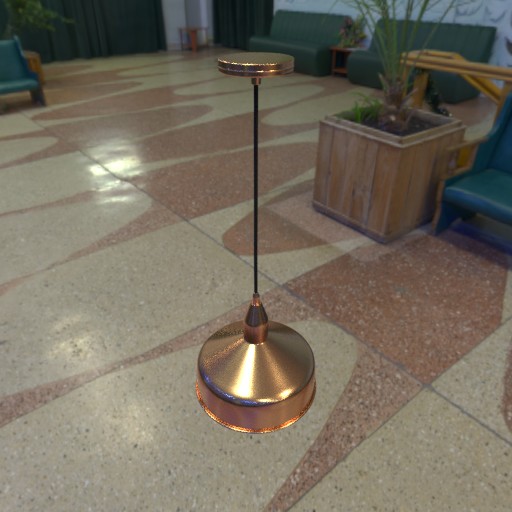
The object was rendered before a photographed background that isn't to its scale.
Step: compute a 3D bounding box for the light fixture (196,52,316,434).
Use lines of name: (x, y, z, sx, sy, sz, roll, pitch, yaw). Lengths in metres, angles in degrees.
light fixture: (0.000, 0.000, 0.914, 0.301, 0.754, 0.301, -22, 38, -30)
